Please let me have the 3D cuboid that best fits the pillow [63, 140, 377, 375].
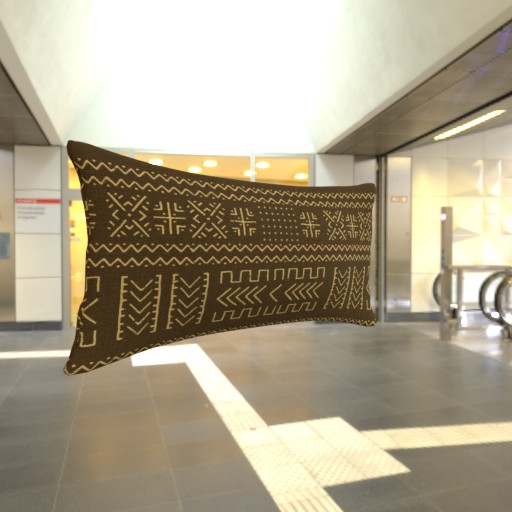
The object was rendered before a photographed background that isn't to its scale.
[{"bbox_3d":[0.000,0.000,0.803,0.667,0.322,0.135,-1,1,-37],"label":"pillow"}]
